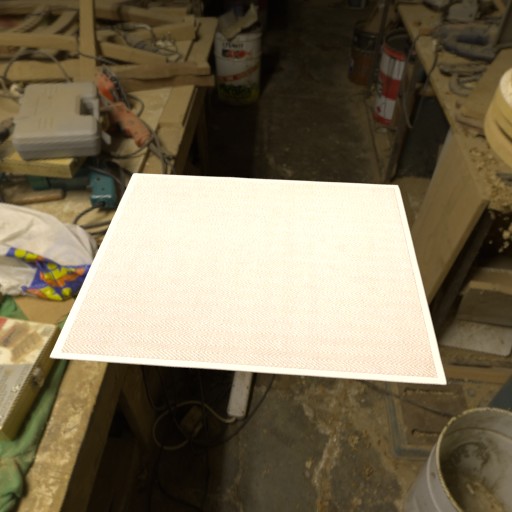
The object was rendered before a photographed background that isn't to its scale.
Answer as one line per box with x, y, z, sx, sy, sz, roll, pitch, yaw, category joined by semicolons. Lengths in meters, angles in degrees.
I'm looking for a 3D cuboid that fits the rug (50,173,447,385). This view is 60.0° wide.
0.000;0.000;4.172;3.009;0.019;2.423;3;46;3;rug
